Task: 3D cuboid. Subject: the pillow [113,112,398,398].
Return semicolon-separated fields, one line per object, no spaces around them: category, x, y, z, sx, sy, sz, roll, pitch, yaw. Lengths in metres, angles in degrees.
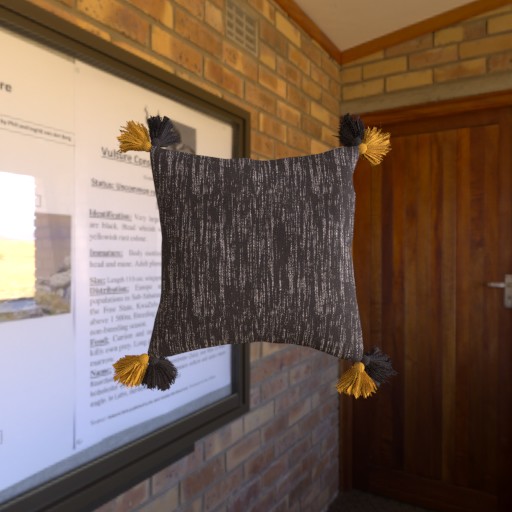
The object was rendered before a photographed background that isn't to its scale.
pillow;0.000;0.000;0.995;0.654;0.659;0.139;0;1;0
